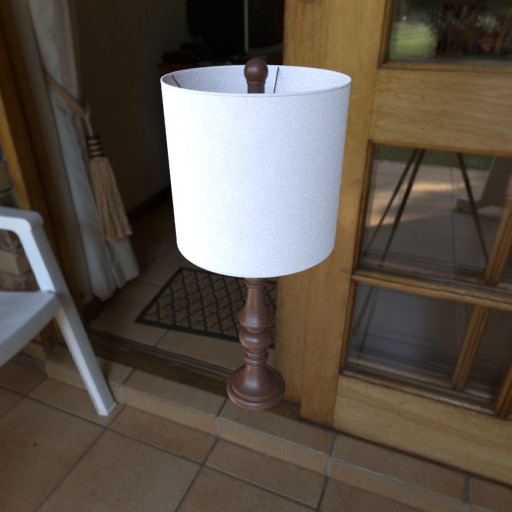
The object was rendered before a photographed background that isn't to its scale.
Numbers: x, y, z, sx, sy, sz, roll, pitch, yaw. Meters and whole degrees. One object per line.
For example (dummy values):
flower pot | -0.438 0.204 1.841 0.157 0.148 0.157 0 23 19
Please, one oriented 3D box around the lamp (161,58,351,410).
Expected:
lamp | 0.000 0.000 0.729 0.250 0.597 0.250 8 31 14
